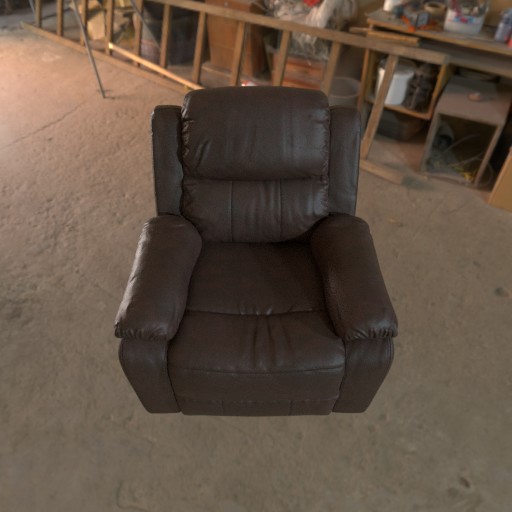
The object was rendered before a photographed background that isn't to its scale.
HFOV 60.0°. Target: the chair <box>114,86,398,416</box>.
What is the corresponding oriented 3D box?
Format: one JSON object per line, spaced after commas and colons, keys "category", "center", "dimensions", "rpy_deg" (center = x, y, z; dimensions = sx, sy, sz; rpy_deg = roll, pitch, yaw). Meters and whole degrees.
{"category": "chair", "center": [0.000, 0.000, 1.249], "dimensions": [0.680, 0.702, 0.707], "rpy_deg": [0, 47, 0]}
